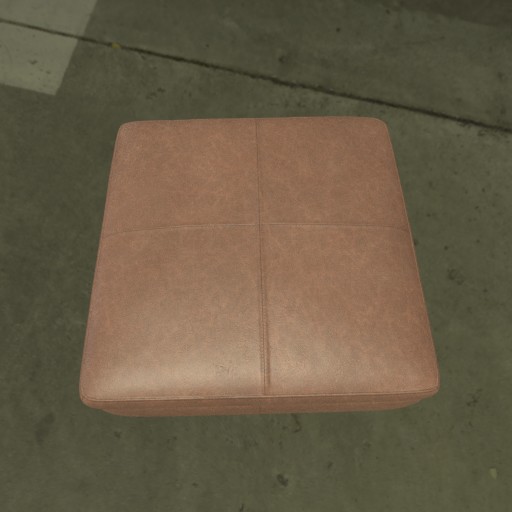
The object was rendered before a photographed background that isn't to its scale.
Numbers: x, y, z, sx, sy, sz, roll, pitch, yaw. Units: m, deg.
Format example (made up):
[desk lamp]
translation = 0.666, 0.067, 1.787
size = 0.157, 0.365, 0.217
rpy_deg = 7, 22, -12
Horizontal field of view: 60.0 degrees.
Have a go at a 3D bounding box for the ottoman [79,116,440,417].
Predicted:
[ottoman]
translation = 0.000, 0.000, 1.762
size = 1.168, 0.490, 1.168
rpy_deg = -1, 63, -1
